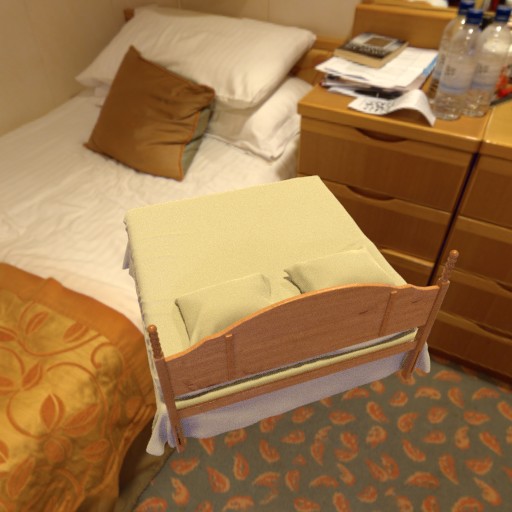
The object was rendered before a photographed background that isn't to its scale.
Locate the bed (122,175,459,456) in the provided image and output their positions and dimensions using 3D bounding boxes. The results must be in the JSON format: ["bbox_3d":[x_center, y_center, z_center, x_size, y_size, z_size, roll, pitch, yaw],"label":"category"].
[{"bbox_3d":[0.000,0.000,3.708,2.322,1.355,2.219,-13,43,-14],"label":"bed"}]
